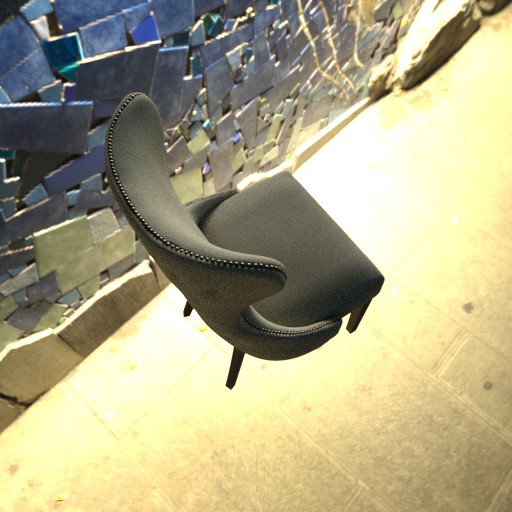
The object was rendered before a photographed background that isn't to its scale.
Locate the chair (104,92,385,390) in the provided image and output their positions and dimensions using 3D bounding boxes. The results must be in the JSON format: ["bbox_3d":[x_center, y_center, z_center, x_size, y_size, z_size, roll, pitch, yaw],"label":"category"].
[{"bbox_3d":[0.000,0.000,1.360,0.635,0.967,0.628,-29,63,-17],"label":"chair"}]
